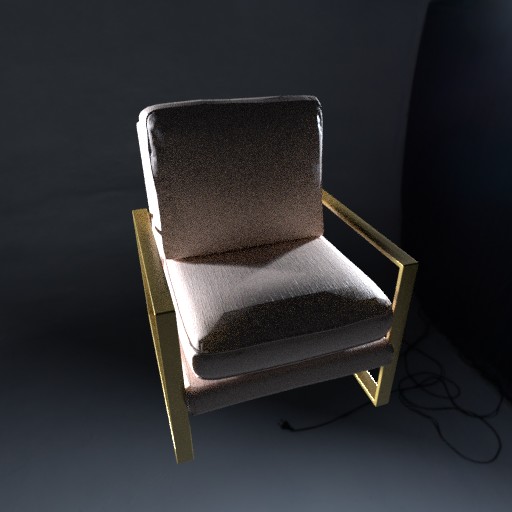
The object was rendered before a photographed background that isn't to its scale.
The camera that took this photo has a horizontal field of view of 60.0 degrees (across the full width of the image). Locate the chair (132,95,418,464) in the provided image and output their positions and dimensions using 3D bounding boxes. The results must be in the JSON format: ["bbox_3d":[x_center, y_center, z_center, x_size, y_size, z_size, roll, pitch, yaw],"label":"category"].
[{"bbox_3d":[0.000,0.000,1.531,0.758,0.956,0.813,-10,33,-15],"label":"chair"}]
